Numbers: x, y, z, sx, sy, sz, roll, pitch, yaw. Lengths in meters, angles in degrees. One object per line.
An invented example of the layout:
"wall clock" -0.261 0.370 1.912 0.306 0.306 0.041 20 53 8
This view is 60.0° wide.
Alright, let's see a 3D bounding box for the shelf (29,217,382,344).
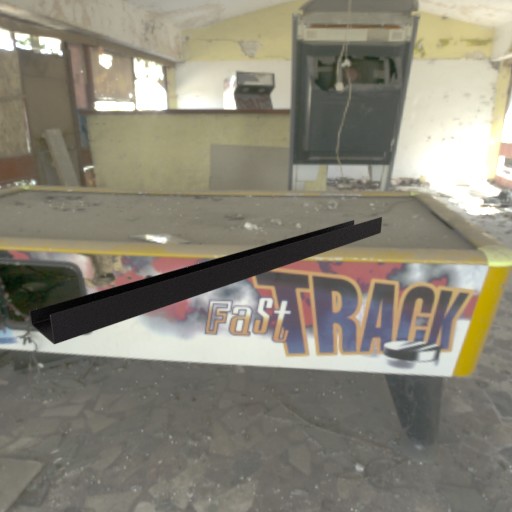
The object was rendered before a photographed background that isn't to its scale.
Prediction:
"shelf" 0.000 0.000 0.982 0.092 0.049 0.924 16 24 42
